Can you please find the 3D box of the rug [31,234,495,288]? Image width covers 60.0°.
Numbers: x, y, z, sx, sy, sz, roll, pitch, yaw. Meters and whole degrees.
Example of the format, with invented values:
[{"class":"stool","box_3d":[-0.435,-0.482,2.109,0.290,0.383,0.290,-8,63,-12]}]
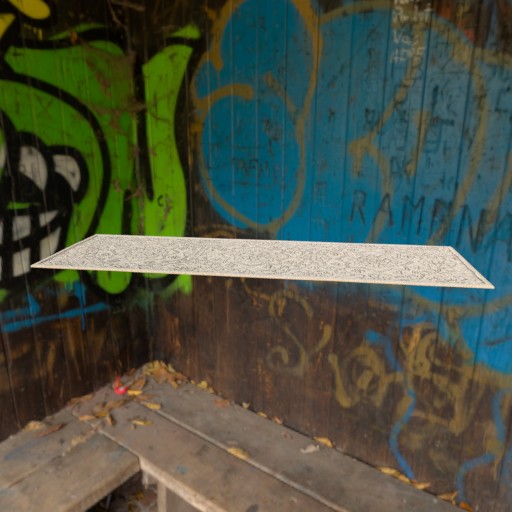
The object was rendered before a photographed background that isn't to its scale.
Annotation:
[{"class":"rug","box_3d":[0.000,0.000,2.671,2.448,0.012,0.769,2,16,8]}]
